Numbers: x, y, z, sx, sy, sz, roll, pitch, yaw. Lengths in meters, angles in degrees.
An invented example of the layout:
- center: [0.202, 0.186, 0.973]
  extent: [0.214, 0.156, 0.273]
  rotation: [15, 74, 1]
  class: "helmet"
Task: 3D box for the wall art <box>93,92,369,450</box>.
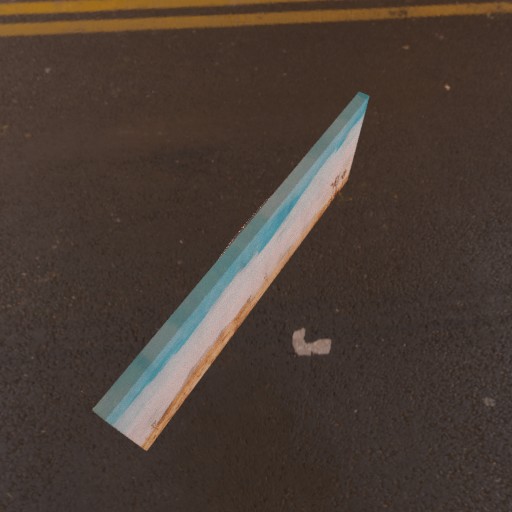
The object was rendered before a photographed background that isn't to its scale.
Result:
- center: [0.000, 0.000, 0.843]
  extent: [0.044, 0.254, 0.759]
  rotation: [30, 63, 17]
  class: "wall art"
